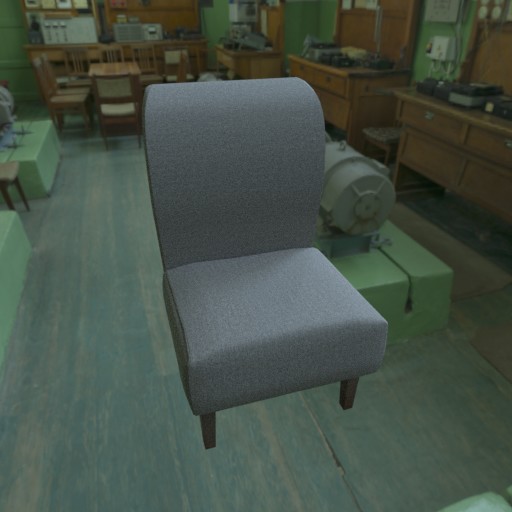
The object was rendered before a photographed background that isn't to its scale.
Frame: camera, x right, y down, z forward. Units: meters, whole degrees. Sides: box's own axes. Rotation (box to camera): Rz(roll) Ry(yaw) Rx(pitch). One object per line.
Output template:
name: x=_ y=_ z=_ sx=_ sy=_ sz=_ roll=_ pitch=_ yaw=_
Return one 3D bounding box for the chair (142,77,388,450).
chair: x=0.000 y=0.000 z=1.190 sx=0.513 sy=0.804 sz=0.592 roll=-10 pitch=32 yaw=-16
